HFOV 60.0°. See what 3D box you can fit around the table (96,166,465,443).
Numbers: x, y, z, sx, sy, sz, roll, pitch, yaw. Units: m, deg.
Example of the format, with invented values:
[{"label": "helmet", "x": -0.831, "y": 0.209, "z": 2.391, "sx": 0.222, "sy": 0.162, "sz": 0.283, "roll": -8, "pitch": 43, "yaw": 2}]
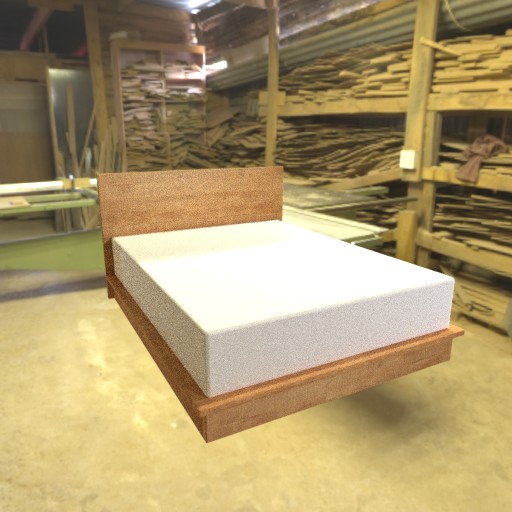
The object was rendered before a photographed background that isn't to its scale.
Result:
[{"label": "table", "x": 0.000, "y": 0.000, "z": 3.108, "sx": 1.707, "sy": 1.041, "sz": 2.149, "roll": -8, "pitch": 18, "yaw": -27}]
